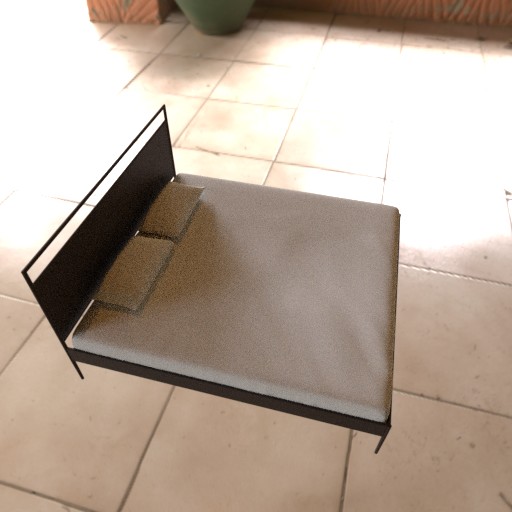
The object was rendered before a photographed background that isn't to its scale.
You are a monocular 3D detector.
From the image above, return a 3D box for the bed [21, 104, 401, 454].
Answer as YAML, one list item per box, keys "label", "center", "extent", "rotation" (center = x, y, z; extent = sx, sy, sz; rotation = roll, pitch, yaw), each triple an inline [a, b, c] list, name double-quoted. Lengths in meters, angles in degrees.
- label: "bed"
  center: [0.000, 0.000, 3.323]
  extent: [2.151, 1.173, 1.993]
  rotation: [10, 47, 10]
